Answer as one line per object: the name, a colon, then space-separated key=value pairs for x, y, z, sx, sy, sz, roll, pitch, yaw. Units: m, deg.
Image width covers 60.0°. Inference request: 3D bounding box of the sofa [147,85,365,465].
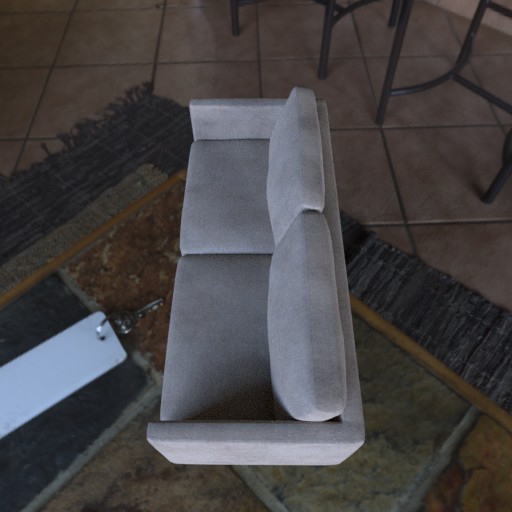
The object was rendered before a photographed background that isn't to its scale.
sofa: x=0.000 y=0.000 z=2.651 sx=0.951 sy=0.965 sz=2.208 roll=0 pitch=58 yaw=0
